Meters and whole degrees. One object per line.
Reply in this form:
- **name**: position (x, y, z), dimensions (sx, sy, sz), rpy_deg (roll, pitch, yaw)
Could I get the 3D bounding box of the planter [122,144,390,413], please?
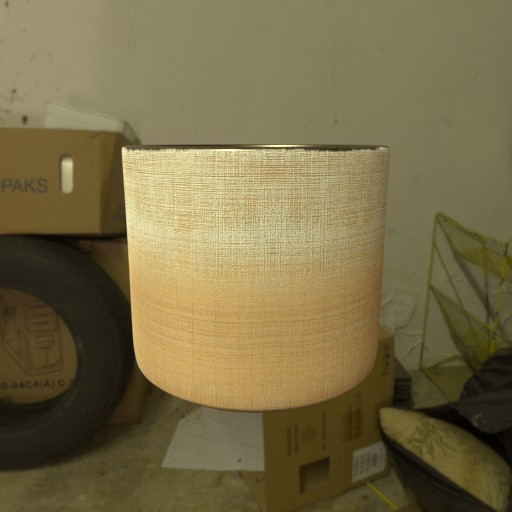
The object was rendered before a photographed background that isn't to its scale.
- **planter**: position (0.000, 0.000, 0.455), dimensions (0.254, 0.221, 0.254), rpy_deg (0, 15, 0)
